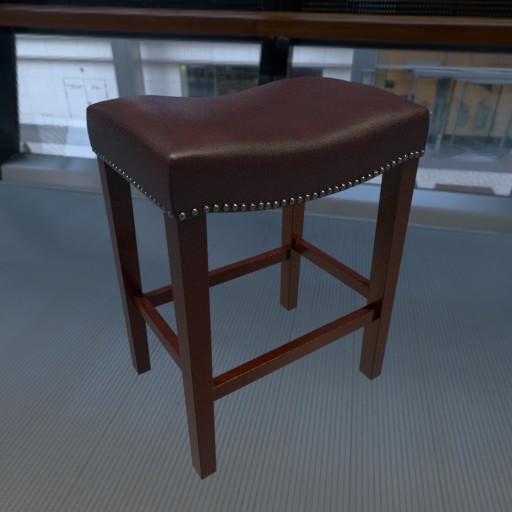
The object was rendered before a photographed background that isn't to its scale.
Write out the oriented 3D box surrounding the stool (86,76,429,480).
[{"bbox_3d":[0.000,0.000,0.929,0.504,0.657,0.372,-19,35,-29],"label":"stool"}]
